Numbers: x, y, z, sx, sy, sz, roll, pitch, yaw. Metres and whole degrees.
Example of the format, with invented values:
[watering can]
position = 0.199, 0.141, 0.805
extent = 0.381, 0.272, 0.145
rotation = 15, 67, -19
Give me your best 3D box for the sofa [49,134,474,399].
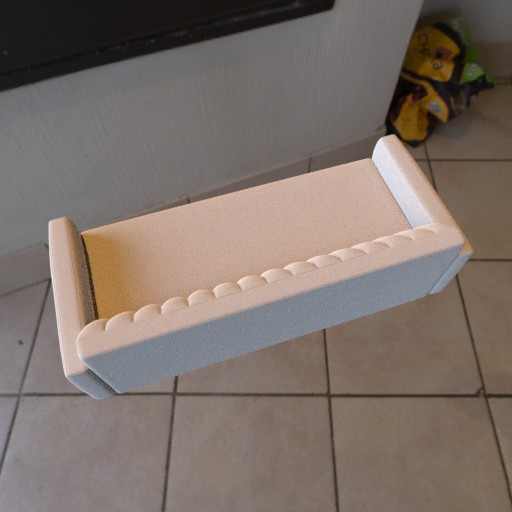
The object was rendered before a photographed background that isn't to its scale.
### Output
[sofa]
position = 0.000, 0.000, 2.707
extent = 2.291, 0.821, 0.990
rotation = -16, 61, -9
